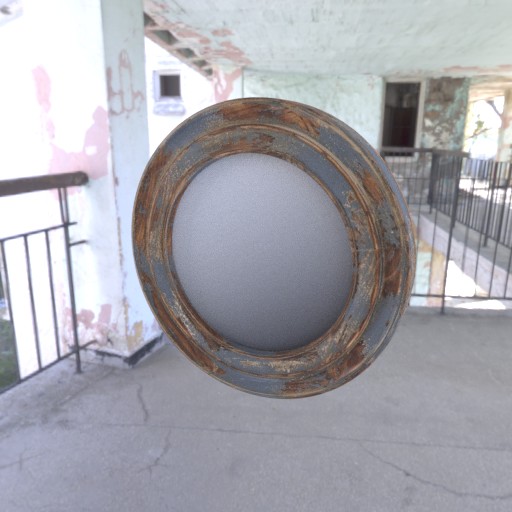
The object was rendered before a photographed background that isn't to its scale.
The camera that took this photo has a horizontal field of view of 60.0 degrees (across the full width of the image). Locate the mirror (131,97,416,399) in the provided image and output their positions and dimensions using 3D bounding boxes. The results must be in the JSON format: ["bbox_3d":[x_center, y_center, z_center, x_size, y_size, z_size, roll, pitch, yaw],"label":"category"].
[{"bbox_3d":[0.000,0.000,0.866,0.585,0.585,0.061,7,17,25],"label":"mirror"}]
